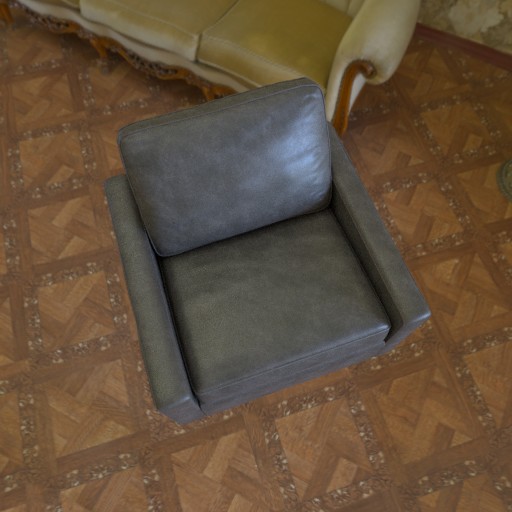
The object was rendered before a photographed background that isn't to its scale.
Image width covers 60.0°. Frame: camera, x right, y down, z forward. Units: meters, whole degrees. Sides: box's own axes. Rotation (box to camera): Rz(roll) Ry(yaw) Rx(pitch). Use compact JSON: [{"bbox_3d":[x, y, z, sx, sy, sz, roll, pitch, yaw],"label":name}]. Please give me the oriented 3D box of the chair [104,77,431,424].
[{"bbox_3d":[0.000,0.000,1.751,1.006,0.916,0.939,-17,66,-8],"label":"chair"}]
